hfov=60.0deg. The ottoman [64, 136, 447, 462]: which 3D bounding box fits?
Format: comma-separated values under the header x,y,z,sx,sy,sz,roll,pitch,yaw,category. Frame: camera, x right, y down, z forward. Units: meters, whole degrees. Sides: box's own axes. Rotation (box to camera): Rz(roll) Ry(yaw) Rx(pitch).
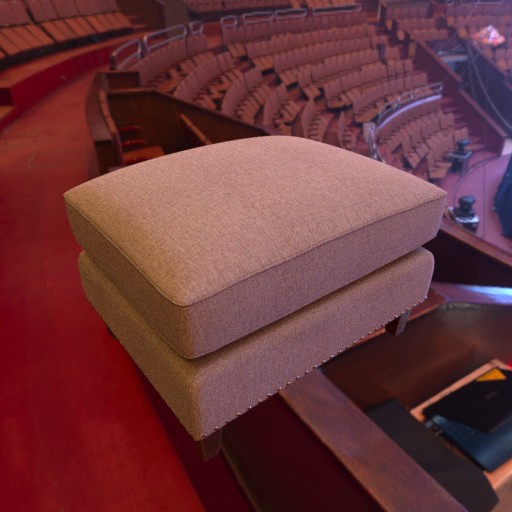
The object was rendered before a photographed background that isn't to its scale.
x,y,z,sx,sy,sz,roll,pitch,yaw,category
0.000,0.000,1.141,0.741,0.513,0.584,-22,37,-32,ottoman
